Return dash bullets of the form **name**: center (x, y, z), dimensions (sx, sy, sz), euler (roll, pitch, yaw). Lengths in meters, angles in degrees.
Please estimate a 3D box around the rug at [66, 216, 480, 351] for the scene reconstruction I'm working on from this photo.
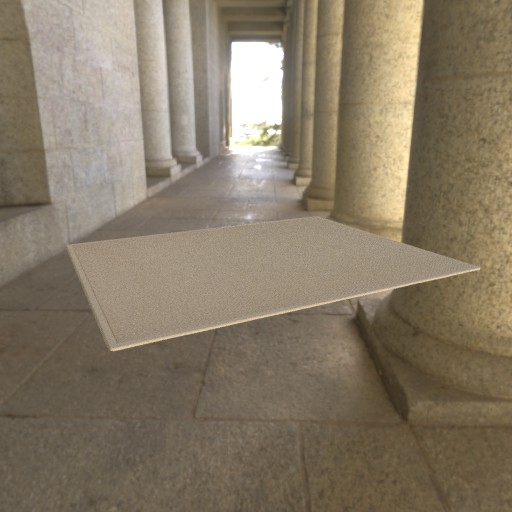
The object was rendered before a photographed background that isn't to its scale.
- **rug**: center (0.000, 0.000, 4.090), dimensions (3.051, 0.020, 2.407), euler (-9, 19, -26)
